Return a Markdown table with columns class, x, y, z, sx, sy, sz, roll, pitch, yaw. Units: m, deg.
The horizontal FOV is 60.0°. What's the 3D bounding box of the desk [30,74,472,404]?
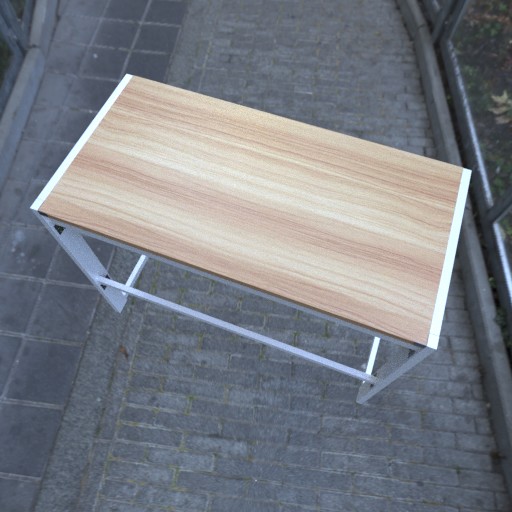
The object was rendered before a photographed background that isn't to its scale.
| class | x | y | z | sx | sy | sz | roll | pitch | yaw |
| --- | --- | --- | --- | --- | --- | --- | --- | --- | --- |
| desk | 0.000 | 0.000 | 1.468 | 1.016 | 0.762 | 0.508 | 19 | 65 | 9 |
